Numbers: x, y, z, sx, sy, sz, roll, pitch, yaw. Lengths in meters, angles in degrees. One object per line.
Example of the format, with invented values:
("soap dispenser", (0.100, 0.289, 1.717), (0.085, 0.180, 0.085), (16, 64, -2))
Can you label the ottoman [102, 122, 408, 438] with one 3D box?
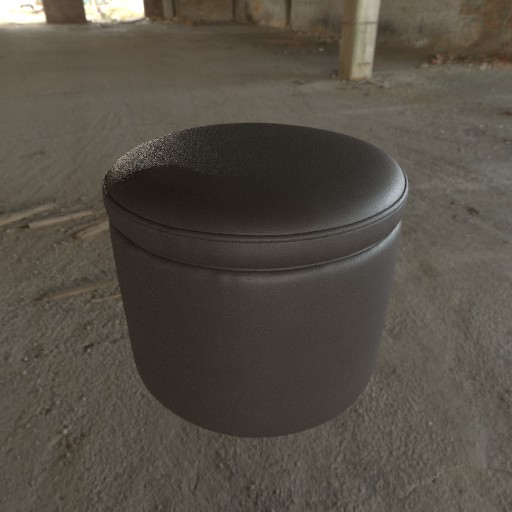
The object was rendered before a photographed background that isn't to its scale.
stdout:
("ottoman", (0.000, 0.000, 0.830), (0.500, 0.409, 0.500), (0, 31, 0))
